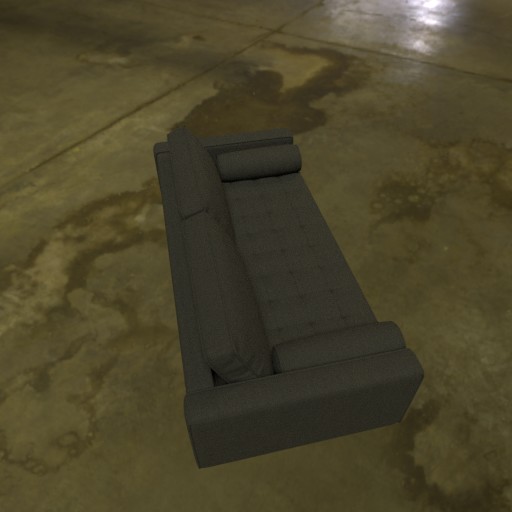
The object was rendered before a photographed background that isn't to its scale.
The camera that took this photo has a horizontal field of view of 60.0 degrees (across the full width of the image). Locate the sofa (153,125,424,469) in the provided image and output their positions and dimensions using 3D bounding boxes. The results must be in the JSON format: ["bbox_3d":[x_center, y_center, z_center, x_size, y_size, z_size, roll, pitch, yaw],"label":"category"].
[{"bbox_3d":[0.000,0.000,2.345,0.914,0.759,1.875,-9,45,-9],"label":"sofa"}]
